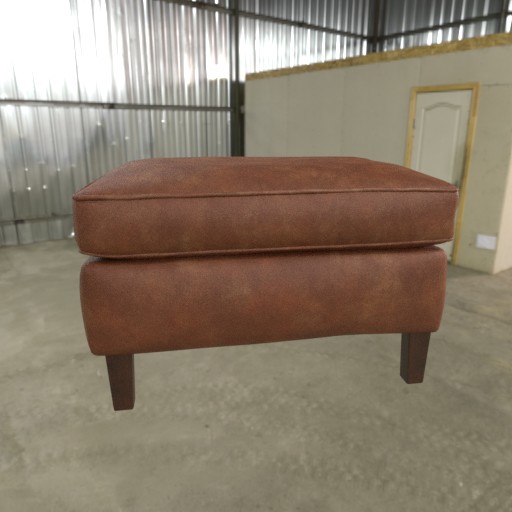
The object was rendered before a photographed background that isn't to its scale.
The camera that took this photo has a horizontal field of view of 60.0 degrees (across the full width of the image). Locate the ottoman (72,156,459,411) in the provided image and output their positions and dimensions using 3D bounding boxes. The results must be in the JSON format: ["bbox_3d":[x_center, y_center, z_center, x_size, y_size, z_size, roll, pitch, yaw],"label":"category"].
[{"bbox_3d":[0.000,0.000,0.976,0.665,0.418,0.501,-3,17,-8],"label":"ottoman"}]
